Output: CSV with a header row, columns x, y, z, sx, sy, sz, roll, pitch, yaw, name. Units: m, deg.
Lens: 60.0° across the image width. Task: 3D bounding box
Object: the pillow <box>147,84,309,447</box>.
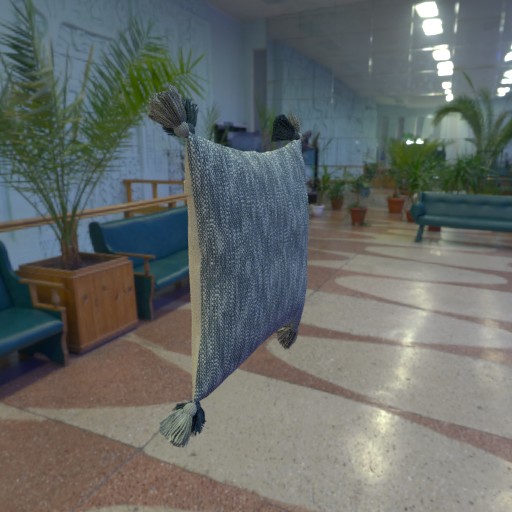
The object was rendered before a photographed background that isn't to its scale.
x,y,z,sx,sy,sz,roll,pitch,yaw,name
0.000,0.000,0.950,0.138,0.634,0.614,7,15,27,pillow
